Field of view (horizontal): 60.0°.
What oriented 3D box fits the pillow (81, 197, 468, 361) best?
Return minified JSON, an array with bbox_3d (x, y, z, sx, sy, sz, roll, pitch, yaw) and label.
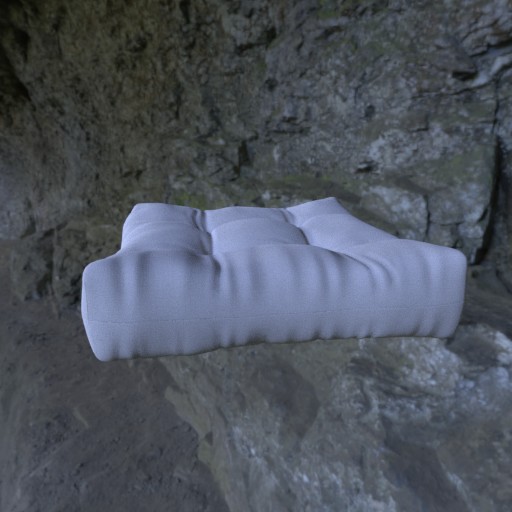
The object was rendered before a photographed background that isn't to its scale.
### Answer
[{"bbox_3d":[0.000,0.000,0.732,0.468,0.128,0.490,-2,16,-9],"label":"pillow"}]
